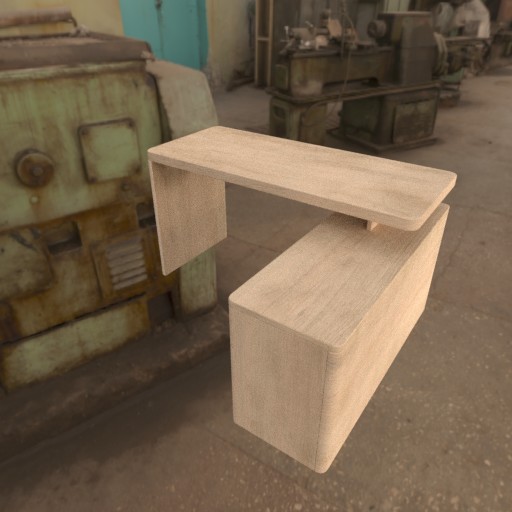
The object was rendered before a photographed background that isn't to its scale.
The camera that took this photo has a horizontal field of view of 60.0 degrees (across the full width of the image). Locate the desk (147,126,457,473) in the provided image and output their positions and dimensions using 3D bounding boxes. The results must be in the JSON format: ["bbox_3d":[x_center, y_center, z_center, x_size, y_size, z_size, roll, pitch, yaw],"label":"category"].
[{"bbox_3d":[0.000,0.000,2.114,1.400,0.770,1.175,20,37,29],"label":"desk"}]
